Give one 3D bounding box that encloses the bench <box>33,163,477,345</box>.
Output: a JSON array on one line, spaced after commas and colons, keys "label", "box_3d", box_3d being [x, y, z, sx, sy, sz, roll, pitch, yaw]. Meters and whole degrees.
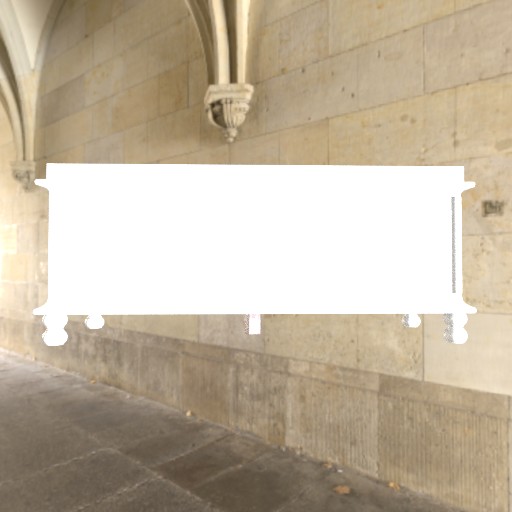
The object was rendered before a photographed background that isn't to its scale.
[{"label": "bench", "box_3d": [0.000, 0.000, 1.387, 1.185, 0.486, 0.402, 0, -1, -2]}]
